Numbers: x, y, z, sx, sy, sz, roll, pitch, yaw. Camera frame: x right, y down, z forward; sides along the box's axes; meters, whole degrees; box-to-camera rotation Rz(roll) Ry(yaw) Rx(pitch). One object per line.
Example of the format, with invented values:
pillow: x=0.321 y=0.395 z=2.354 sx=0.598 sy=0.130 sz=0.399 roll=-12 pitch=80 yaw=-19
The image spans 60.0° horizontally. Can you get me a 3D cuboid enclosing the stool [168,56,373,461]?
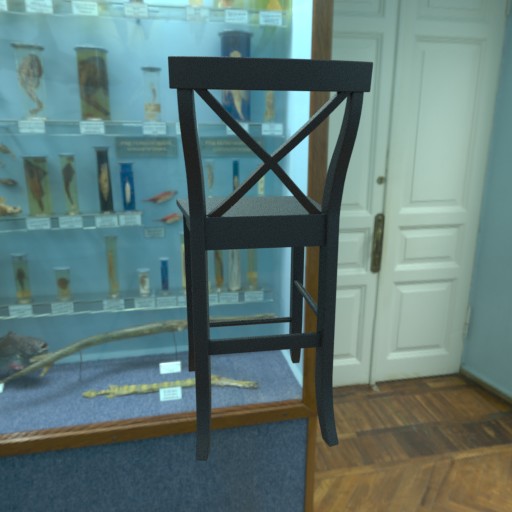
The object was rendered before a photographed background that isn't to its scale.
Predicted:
stool: x=0.000 y=0.000 z=1.293 sx=0.452 sy=0.989 sz=0.559 roll=-2 pitch=15 yaw=-9
